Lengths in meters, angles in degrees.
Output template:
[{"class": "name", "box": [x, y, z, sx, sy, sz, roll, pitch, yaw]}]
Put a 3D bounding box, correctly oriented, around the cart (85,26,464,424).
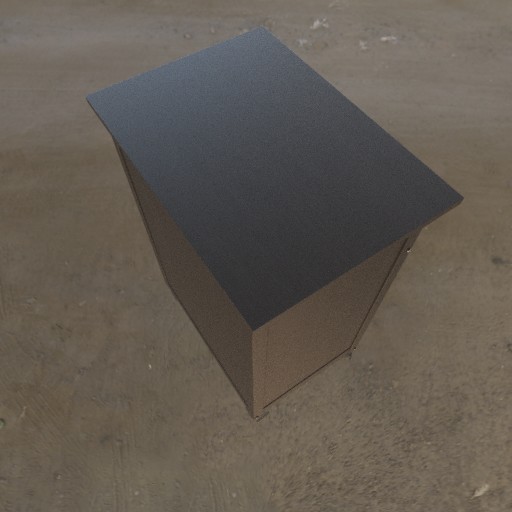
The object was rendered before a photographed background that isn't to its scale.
[{"class": "cart", "box": [0.000, 0.000, 1.243, 0.456, 0.879, 0.660, -30, 63, -17]}]
